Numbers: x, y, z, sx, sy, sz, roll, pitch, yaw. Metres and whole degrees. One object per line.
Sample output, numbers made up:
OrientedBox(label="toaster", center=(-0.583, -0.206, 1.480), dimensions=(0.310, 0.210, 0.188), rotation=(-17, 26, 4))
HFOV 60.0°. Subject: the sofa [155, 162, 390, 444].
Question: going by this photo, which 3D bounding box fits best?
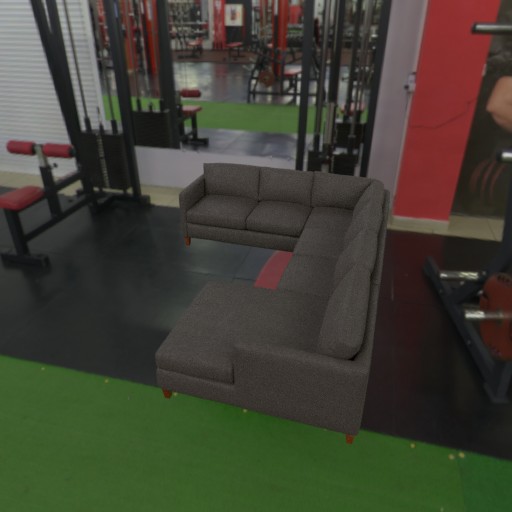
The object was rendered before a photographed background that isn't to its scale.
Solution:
OrientedBox(label="sofa", center=(0.000, 0.000, 4.713), dimensions=(2.594, 0.961, 3.460), rotation=(9, 31, 15))
